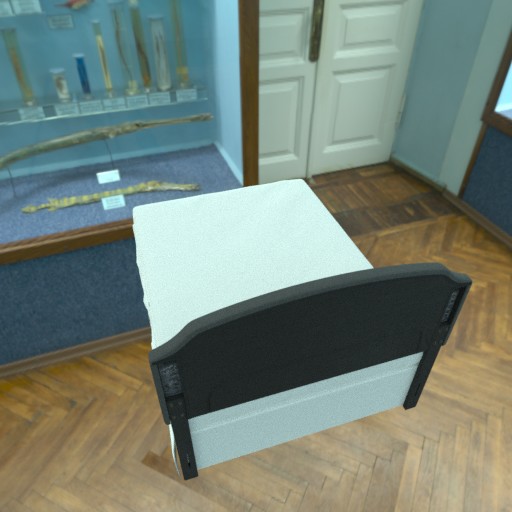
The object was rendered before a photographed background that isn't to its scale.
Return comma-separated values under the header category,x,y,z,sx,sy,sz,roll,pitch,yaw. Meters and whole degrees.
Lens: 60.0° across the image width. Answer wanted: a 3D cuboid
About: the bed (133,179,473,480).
category,x,y,z,sx,sy,sz,roll,pitch,yaw
bed,0.000,0.000,2.925,1.558,1.270,1.999,-12,41,-14
